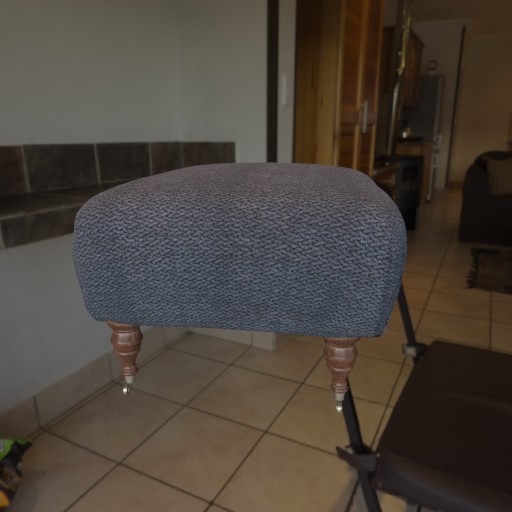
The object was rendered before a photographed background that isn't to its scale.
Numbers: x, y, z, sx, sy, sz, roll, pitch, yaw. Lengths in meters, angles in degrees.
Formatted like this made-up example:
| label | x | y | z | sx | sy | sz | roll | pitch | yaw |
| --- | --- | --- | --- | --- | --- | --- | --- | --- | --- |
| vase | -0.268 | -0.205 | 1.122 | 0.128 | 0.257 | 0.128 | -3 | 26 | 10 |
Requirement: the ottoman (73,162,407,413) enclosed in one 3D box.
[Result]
| label | x | y | z | sx | sy | sz | roll | pitch | yaw |
| --- | --- | --- | --- | --- | --- | --- | --- | --- | --- |
| ottoman | 0.000 | 0.000 | 1.125 | 0.622 | 0.450 | 0.747 | 2 | 15 | 8 |
